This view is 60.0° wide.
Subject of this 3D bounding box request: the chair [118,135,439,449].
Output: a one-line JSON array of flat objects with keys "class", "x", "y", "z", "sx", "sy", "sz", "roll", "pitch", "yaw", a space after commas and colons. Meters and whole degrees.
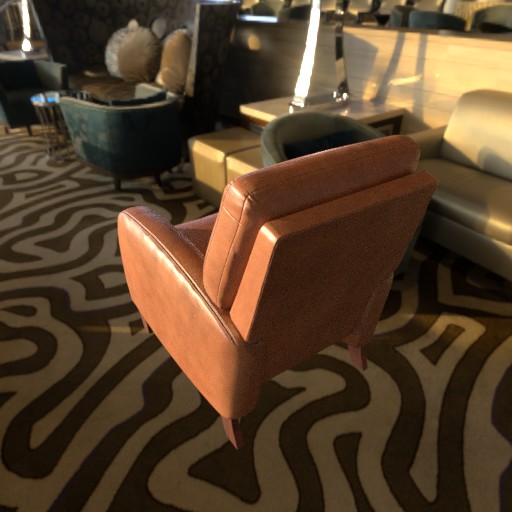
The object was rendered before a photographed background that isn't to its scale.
[{"class": "chair", "x": 0.000, "y": 0.000, "z": 1.671, "sx": 0.762, "sy": 0.990, "sz": 0.990, "roll": -21, "pitch": 37, "yaw": -30}]
